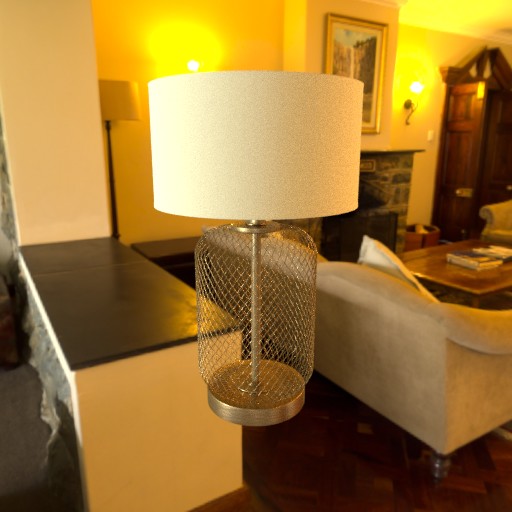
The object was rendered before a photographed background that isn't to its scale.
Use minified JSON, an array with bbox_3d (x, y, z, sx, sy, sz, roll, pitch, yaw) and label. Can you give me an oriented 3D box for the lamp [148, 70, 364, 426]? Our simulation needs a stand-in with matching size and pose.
[{"bbox_3d":[0.000,0.000,0.809,0.353,0.578,0.353,0,14,0],"label":"lamp"}]
